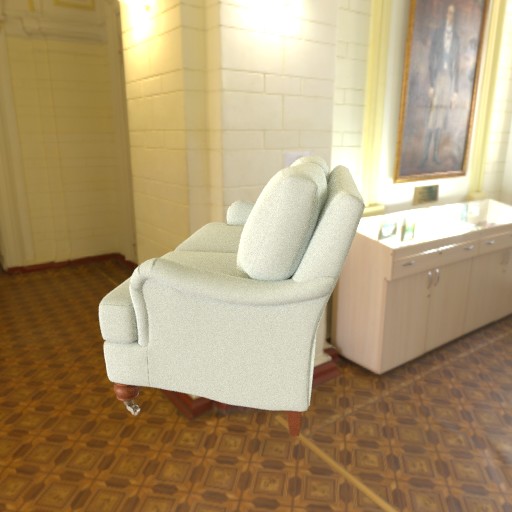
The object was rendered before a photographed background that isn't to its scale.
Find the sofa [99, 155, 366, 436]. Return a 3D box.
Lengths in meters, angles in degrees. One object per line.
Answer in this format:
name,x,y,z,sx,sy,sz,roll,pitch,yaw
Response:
sofa,0.000,0.000,2.600,1.084,1.101,1.853,2,15,9
